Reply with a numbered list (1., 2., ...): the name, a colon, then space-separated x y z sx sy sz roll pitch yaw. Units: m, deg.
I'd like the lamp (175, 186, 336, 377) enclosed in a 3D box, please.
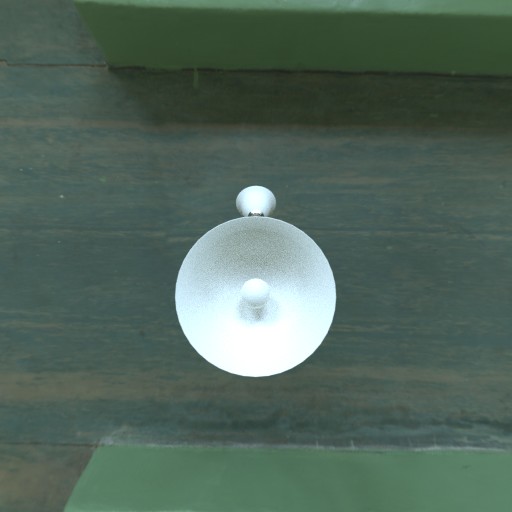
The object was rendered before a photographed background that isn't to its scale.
1. lamp: 0.000 0.000 2.007 0.405 1.785 0.575 0 91 0
